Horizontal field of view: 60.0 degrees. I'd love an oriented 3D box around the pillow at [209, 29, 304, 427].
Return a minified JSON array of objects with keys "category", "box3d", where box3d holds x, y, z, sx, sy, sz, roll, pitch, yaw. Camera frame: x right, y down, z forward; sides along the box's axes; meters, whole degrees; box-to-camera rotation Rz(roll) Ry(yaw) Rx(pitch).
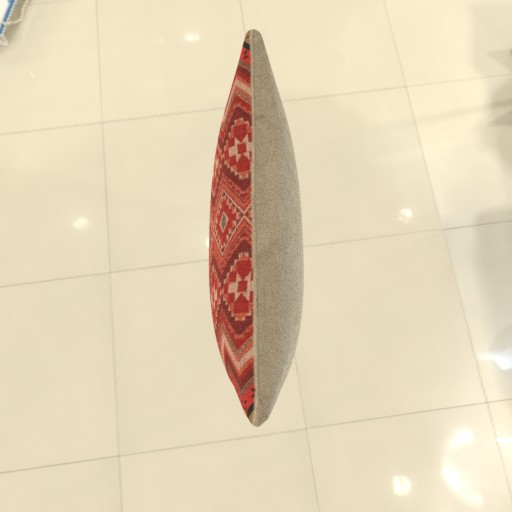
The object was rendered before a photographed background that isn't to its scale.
[{"category":"pillow","box3d":[0.000,0.000,0.783,0.158,0.511,0.513,-1,75,0]}]
